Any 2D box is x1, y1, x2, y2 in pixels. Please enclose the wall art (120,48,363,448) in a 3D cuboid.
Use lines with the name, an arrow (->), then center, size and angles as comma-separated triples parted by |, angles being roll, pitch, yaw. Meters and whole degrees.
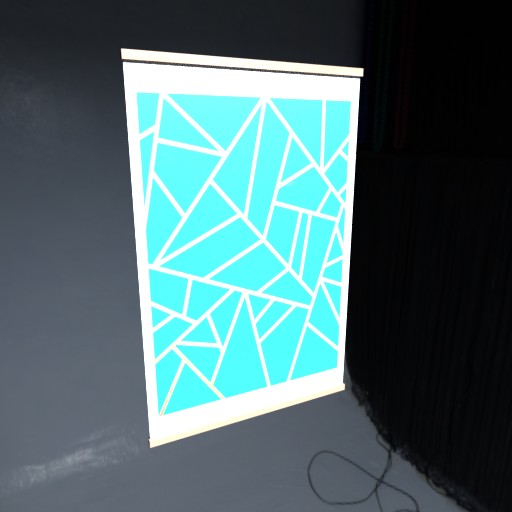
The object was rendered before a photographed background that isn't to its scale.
wall art -> 0.000, 0.000, 1.861 | 0.990, 1.519, 0.030 | -7, 17, -25
